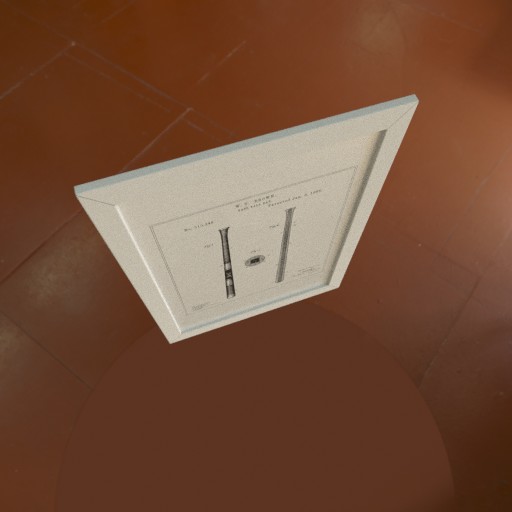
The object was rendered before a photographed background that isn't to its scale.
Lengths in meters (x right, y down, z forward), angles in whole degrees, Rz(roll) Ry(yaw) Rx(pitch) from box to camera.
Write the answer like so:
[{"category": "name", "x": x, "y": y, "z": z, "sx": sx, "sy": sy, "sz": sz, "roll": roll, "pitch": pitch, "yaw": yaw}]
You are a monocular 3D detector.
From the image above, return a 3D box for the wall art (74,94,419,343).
[{"category": "wall art", "x": 0.000, "y": 0.000, "z": 0.694, "sx": 0.374, "sy": 0.529, "sz": 0.012, "roll": -18, "pitch": 65, "yaw": -9}]
